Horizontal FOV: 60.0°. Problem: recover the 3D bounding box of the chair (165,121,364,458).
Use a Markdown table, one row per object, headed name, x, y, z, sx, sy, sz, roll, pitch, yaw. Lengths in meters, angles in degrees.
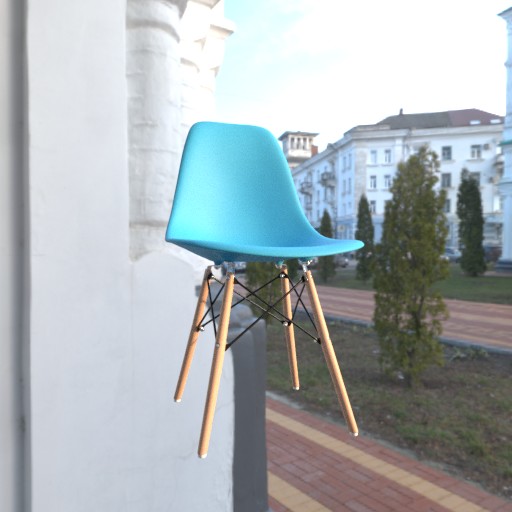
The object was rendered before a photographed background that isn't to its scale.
| name | x | y | z | sx | sy | sz | roll | pitch | yaw |
| --- | --- | --- | --- | --- | --- | --- | --- | --- | --- |
| chair | 0.000 | 0.000 | 1.148 | 0.470 | 0.826 | 0.531 | 0 | 1 | -18 |
